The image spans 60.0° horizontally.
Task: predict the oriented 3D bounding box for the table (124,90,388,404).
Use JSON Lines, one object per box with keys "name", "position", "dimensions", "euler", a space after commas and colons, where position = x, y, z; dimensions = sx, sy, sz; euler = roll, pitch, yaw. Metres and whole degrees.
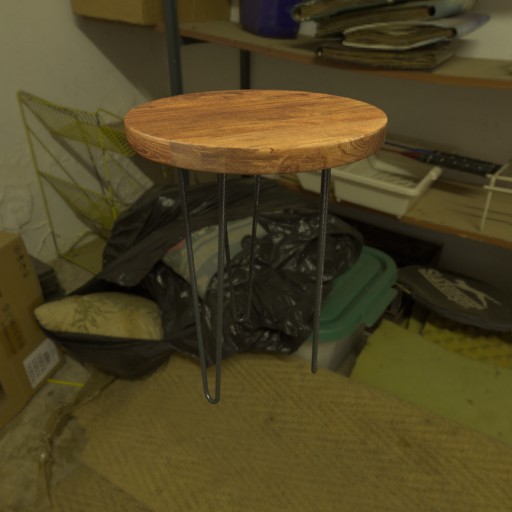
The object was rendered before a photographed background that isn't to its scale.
{"name": "table", "position": [0.000, 0.000, 0.820], "dimensions": [0.400, 0.520, 0.400], "euler": [0, 30, 0]}
